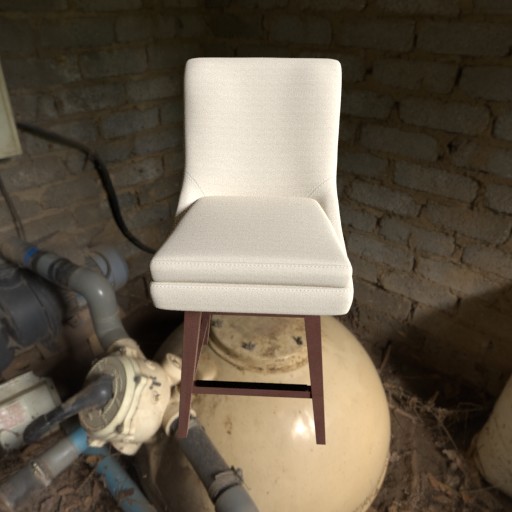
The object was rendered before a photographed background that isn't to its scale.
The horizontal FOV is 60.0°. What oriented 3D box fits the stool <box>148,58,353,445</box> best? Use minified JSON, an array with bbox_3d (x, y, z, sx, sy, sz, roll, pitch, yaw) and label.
[{"bbox_3d":[0.000,0.000,1.272,0.483,0.991,0.559,2,30,3],"label":"stool"}]
